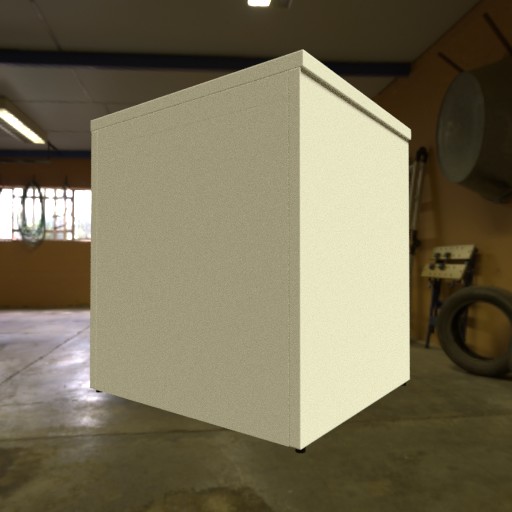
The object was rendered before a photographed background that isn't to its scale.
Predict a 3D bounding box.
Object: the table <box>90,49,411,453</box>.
[{"bbox_3d":[0.000,0.000,0.777,0.420,0.460,0.380,-1,-1,37],"label":"table"}]
